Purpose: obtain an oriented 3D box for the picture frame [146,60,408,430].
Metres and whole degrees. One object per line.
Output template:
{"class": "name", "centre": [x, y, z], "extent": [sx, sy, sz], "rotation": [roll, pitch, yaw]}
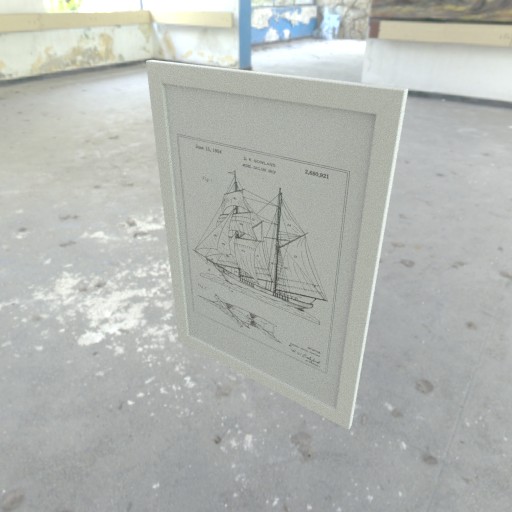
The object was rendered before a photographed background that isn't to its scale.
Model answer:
{"class": "picture frame", "centre": [0.000, 0.000, 0.689], "extent": [0.381, 0.534, 0.012], "rotation": [20, 36, 29]}
